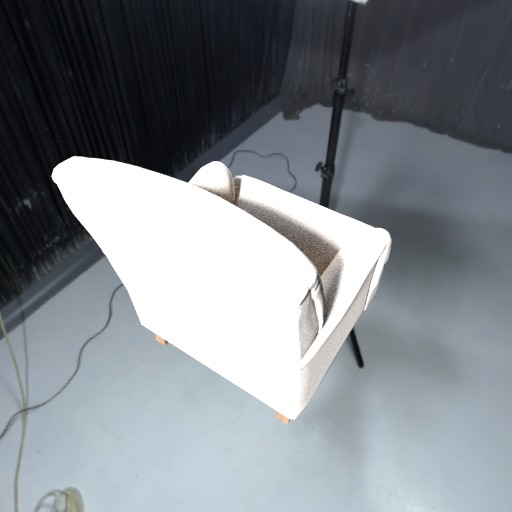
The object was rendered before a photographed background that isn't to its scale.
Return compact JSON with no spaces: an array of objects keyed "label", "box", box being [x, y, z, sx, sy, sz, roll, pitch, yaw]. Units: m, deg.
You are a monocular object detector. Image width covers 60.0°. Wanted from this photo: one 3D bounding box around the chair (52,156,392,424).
[{"label":"chair","box":[0.000,0.000,1.792,0.879,1.119,0.953,26,52,22]}]
